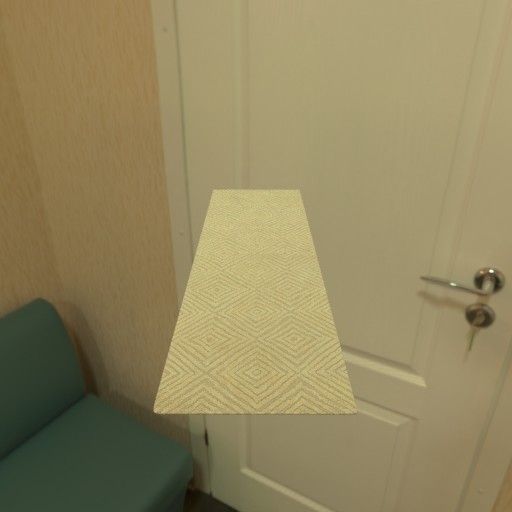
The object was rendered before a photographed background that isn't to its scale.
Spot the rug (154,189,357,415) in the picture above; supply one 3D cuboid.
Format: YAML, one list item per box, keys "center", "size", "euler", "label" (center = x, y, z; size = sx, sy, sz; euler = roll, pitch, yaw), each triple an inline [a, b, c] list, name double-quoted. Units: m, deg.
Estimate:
- center: [0.000, 0.000, 2.470]
  size: [0.676, 0.008, 2.277]
  euler: [0, 27, 0]
  label: "rug"
